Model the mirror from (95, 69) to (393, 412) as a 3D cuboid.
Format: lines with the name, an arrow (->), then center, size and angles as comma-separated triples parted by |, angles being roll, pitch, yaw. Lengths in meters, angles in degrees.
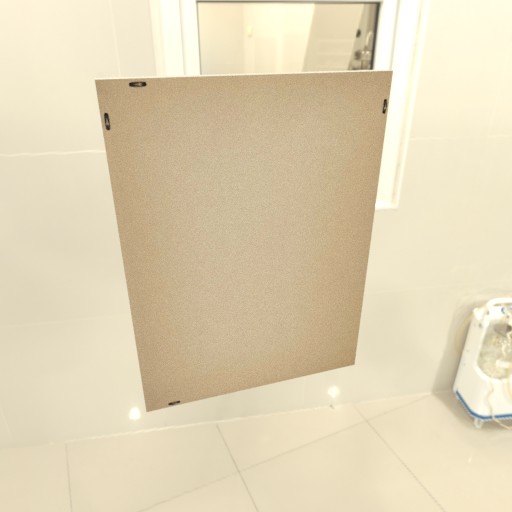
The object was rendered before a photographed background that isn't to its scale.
mirror -> 0.000, 0.000, 1.333 | 0.762, 1.016, 0.041 | -8, 28, -16
